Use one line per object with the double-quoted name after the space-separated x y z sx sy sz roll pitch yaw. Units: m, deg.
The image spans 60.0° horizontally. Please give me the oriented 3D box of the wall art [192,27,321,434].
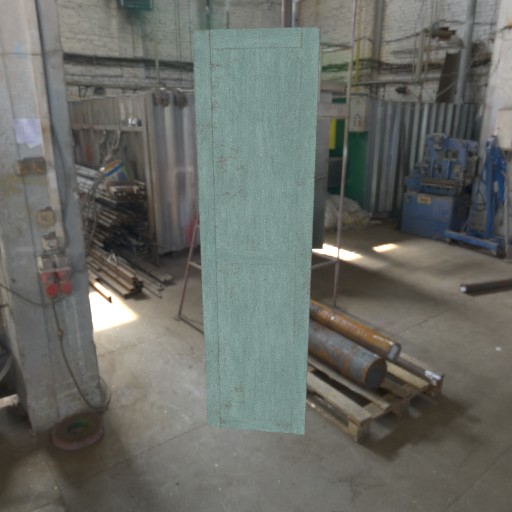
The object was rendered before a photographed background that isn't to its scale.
0.000 0.000 1.319 0.329 1.219 0.025 2 17 7 "wall art"
